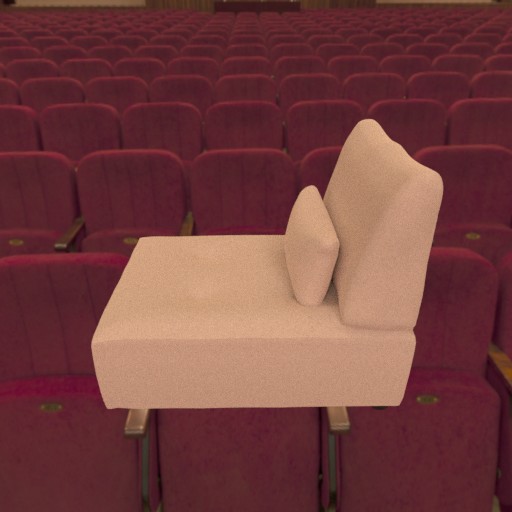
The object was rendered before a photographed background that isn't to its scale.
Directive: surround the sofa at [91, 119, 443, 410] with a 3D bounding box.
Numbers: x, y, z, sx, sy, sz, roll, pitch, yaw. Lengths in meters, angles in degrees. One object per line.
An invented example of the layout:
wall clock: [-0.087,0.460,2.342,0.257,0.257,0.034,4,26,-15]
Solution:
sofa: [0.000,0.000,1.576,1.000,0.820,0.700,0,29,-1]
